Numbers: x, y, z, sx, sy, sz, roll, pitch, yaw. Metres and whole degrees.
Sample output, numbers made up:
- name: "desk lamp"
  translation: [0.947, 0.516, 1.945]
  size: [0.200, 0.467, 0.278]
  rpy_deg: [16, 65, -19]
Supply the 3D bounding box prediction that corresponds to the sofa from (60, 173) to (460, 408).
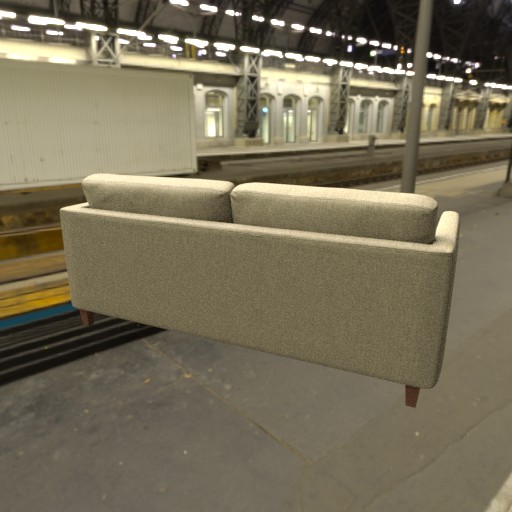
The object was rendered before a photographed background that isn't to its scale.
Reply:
- name: "sofa"
  translation: [0.000, 0.000, 2.690]
  size: [2.208, 0.960, 0.956]
  rpy_deg: [8, 19, 24]
